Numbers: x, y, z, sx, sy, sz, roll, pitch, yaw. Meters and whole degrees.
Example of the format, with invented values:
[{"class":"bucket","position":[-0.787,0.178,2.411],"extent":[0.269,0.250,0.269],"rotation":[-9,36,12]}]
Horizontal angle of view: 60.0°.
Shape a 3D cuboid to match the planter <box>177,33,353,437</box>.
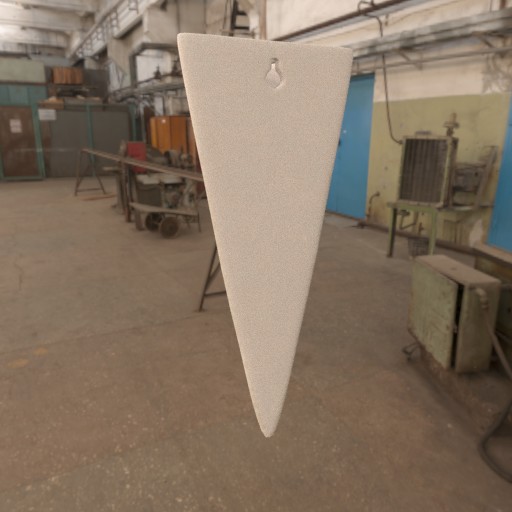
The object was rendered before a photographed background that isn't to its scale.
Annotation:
[{"class":"planter","position":[0.000,0.000,0.392],"extent":[0.143,0.338,0.065],"rotation":[-8,18,-25]}]
